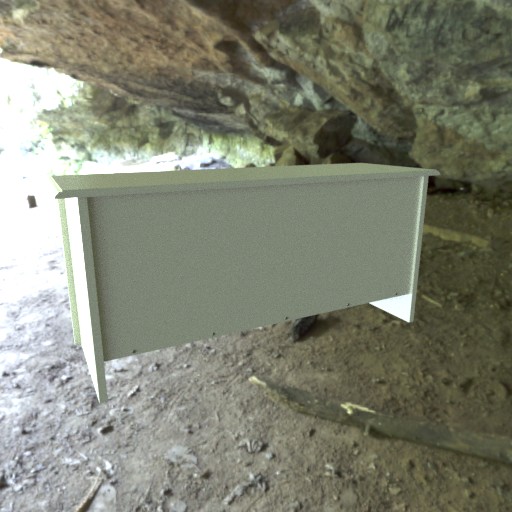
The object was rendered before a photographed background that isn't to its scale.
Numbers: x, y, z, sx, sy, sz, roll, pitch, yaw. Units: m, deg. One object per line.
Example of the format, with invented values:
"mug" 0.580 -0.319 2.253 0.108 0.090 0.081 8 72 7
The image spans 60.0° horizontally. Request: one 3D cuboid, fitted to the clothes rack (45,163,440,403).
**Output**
"clothes rack" 0.000 0.000 1.497 1.218 0.558 0.405 -8 18 -26
